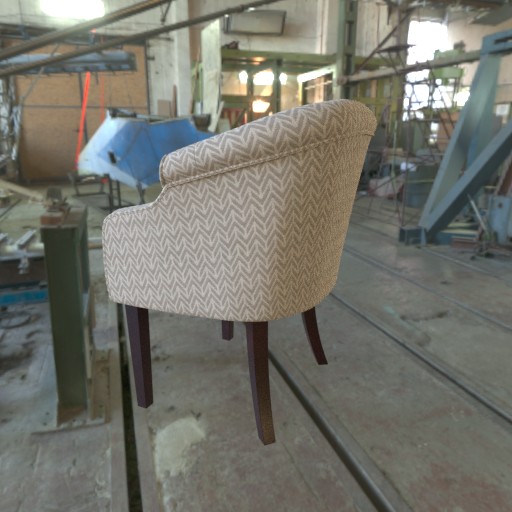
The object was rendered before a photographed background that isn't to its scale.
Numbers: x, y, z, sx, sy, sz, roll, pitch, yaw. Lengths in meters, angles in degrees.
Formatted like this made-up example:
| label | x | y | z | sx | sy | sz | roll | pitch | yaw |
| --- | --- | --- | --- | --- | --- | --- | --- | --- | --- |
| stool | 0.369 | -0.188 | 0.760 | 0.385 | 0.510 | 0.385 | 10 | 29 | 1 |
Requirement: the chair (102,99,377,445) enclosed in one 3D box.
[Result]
| label | x | y | z | sx | sy | sz | roll | pitch | yaw |
| --- | --- | --- | --- | --- | --- | --- | --- | --- | --- |
| chair | 0.000 | 0.000 | 1.311 | 0.613 | 0.858 | 0.686 | 8 | 17 | 25 |
